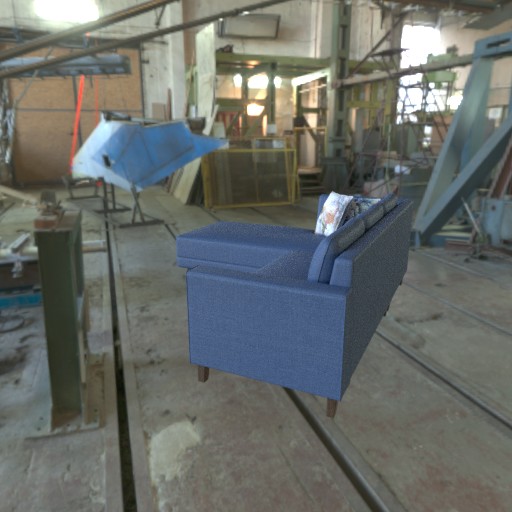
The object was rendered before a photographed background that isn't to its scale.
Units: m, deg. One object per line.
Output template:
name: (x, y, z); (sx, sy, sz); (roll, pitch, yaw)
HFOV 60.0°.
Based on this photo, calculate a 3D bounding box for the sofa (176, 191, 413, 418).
sofa: (0.000, 0.000, 3.135); (1.829, 0.787, 2.120); (7, 17, 25)
